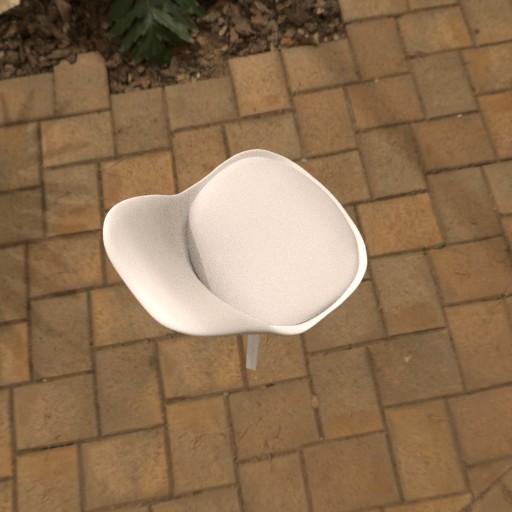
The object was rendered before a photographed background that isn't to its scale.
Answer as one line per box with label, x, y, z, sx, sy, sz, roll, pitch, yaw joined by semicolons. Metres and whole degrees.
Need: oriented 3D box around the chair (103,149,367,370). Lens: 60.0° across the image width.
chair;0.000;0.000;1.193;0.550;0.850;0.485;-38;78;-10
